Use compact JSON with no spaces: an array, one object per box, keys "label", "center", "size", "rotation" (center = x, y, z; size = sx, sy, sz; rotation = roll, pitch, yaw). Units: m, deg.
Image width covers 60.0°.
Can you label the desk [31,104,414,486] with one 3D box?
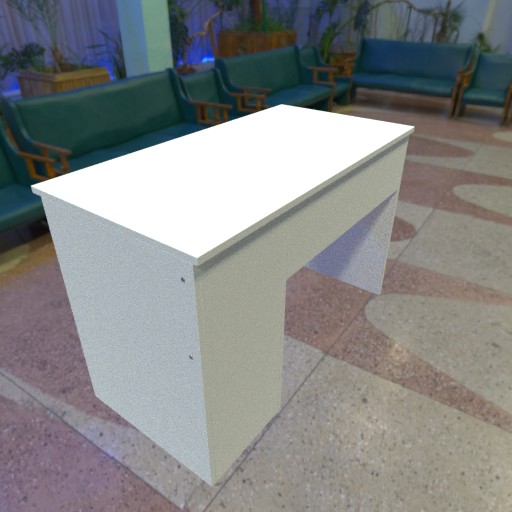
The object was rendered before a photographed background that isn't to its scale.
[{"label":"desk","center":[0.000,0.000,1.507],"size":[0.560,0.730,1.096],"rotation":[21,37,31]}]
